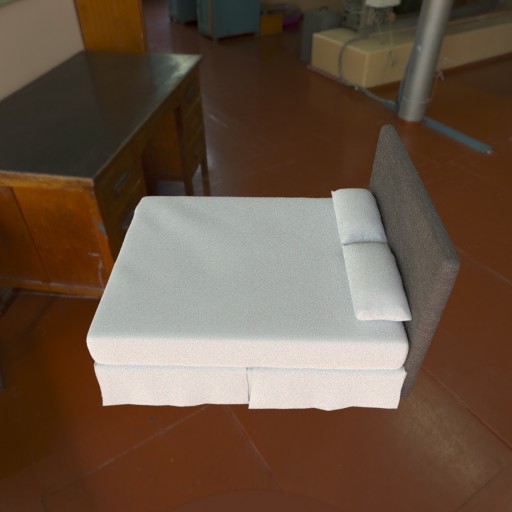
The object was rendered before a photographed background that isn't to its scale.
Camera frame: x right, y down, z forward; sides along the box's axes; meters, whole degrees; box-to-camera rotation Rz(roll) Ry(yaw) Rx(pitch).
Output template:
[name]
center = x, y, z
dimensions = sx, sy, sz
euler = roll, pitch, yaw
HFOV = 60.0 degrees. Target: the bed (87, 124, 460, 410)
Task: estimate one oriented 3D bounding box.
[bed]
center = 0.000, 0.000, 3.254
dimensions = 2.142, 1.330, 1.723
euler = 1, 41, 1
